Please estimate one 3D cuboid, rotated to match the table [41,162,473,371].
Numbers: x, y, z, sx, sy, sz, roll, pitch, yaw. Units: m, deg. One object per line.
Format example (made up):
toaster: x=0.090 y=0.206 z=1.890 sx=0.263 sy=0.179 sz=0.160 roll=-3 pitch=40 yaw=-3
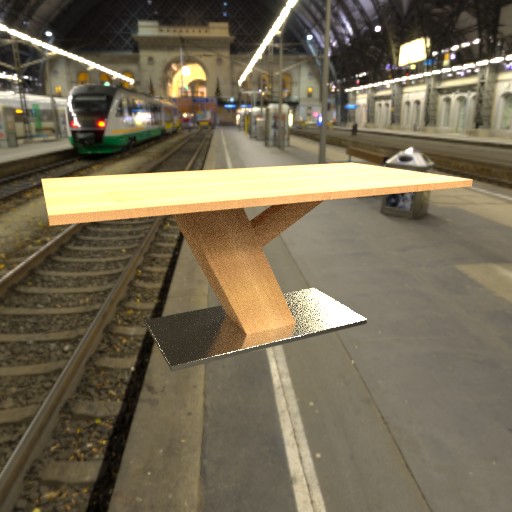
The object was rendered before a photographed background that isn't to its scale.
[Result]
table: x=0.000 y=0.000 z=2.179 sx=1.800 sy=0.750 sz=0.900 roll=-8 pitch=19 yaw=-25
